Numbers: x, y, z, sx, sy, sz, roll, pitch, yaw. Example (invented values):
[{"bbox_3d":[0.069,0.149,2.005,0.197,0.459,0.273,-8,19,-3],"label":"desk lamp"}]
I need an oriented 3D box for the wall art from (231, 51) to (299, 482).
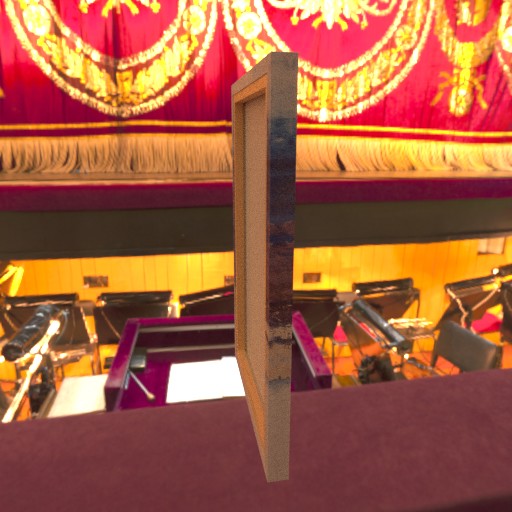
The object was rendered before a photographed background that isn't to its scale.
[{"bbox_3d":[0.000,0.000,1.139,0.048,0.874,0.583,-3,16,-9],"label":"wall art"}]
